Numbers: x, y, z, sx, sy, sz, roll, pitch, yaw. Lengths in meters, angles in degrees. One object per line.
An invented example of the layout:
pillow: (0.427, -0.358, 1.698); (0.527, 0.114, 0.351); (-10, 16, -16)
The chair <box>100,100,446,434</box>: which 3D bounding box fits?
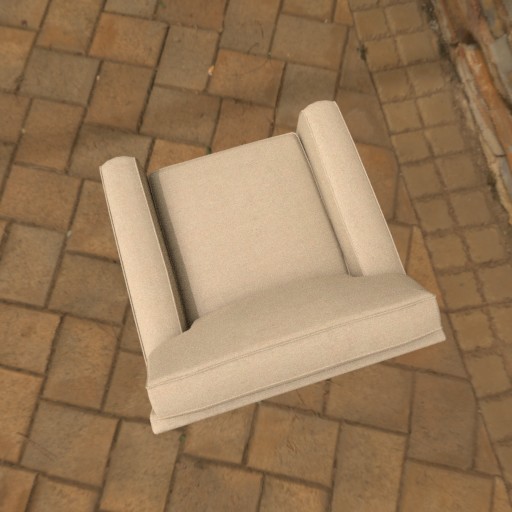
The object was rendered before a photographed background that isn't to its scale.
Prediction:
chair: (0.000, 0.000, 1.798); (0.998, 0.913, 1.043); (-17, 77, -4)
